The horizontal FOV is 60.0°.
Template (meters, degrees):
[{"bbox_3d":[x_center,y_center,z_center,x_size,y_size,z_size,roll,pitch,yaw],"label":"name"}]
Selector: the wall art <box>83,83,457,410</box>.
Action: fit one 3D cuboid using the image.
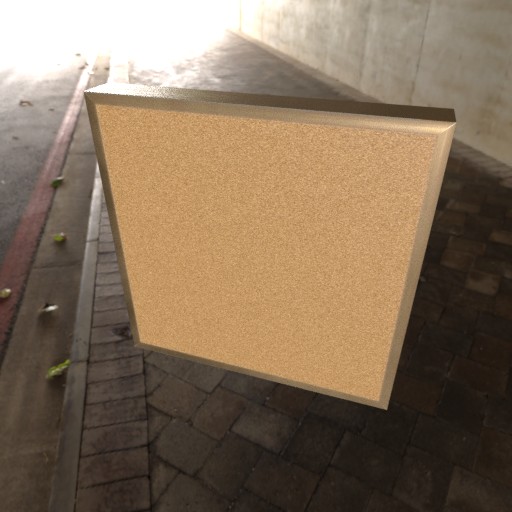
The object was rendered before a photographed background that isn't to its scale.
[{"bbox_3d":[0.000,0.000,0.443,0.305,0.303,0.038,10,34,15],"label":"wall art"}]
